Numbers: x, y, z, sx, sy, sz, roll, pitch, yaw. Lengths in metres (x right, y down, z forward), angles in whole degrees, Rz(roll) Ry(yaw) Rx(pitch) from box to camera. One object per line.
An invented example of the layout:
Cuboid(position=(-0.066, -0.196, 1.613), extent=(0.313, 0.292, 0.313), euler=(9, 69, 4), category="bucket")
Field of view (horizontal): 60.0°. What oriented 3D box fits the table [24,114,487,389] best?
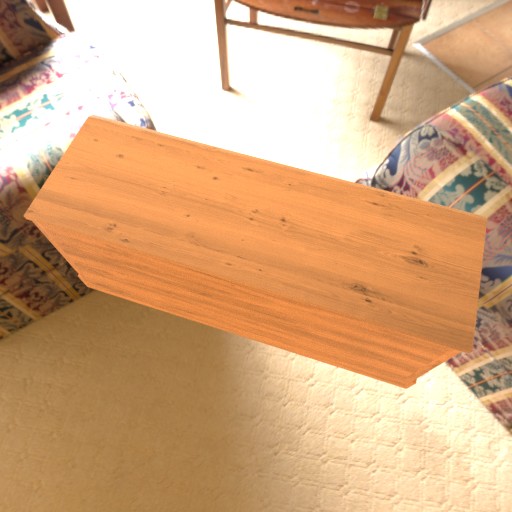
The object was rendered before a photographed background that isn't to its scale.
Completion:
Cuboid(position=(0.000, 0.000, 1.436), extent=(1.200, 0.510, 0.400), euler=(16, 65, 8), category="table")
